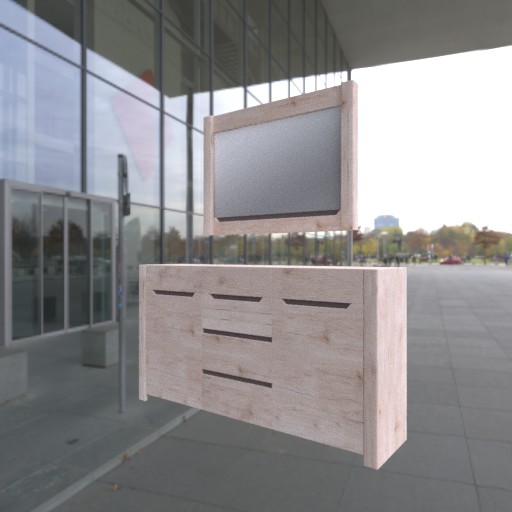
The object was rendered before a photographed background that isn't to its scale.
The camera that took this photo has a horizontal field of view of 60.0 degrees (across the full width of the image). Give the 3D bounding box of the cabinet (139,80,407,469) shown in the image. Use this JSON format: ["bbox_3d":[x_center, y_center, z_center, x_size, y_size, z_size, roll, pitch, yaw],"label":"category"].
[{"bbox_3d":[0.000,0.000,2.713,1.700,1.981,0.420,0,0,36],"label":"cabinet"}]
